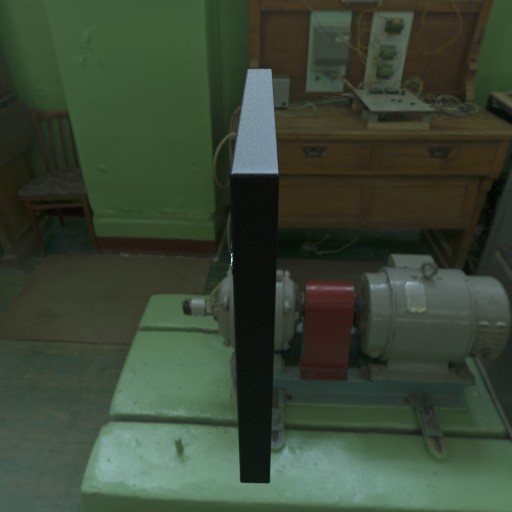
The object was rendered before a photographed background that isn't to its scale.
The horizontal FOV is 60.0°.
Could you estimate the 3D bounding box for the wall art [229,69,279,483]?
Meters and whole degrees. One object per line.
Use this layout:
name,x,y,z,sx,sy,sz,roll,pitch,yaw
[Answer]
wall art,0.000,0.000,0.604,0.041,0.407,0.406,0,33,1
